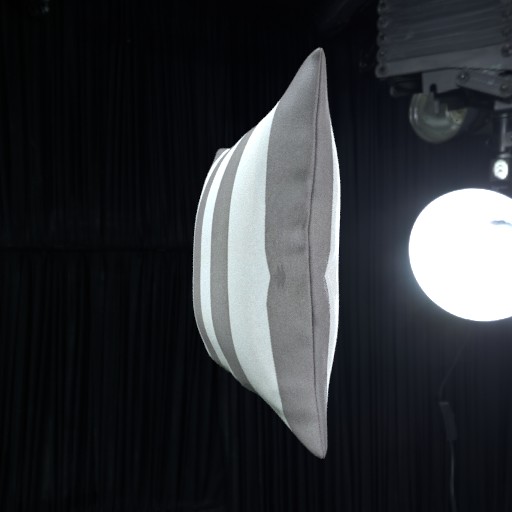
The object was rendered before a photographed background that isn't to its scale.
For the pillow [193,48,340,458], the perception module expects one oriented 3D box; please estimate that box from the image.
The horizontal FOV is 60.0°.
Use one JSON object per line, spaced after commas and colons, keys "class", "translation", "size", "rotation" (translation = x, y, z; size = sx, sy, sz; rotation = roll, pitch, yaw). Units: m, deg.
{"class": "pillow", "translation": [0.000, 0.000, 0.790], "size": [0.192, 0.507, 0.522], "rotation": [0, -1, -19]}
